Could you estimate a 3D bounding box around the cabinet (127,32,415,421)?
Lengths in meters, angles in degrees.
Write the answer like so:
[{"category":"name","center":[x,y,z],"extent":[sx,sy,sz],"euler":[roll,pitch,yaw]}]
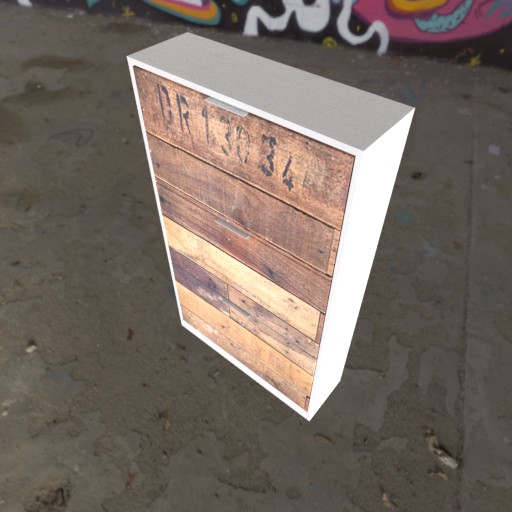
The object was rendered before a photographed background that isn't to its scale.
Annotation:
[{"category":"cabinet","center":[0.000,0.000,1.585],"extent":[0.750,1.280,0.250],"euler":[31,53,26]}]
